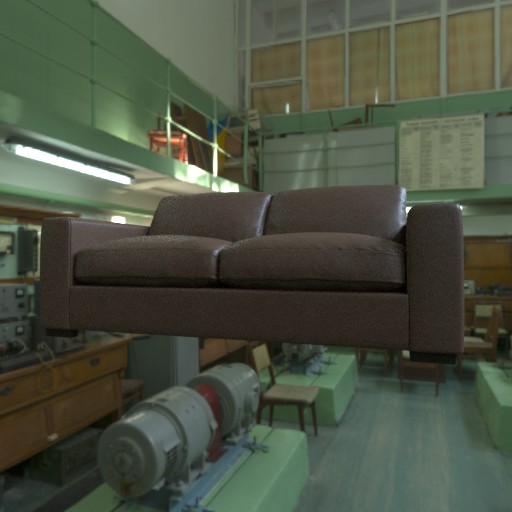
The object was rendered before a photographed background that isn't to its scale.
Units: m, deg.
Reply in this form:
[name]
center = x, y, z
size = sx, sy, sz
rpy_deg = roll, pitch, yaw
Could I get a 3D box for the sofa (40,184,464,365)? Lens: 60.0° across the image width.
[sofa]
center = 0.000, 0.000, 2.364
size = 1.920, 0.800, 1.070
rpy_deg = 0, 0, 18
